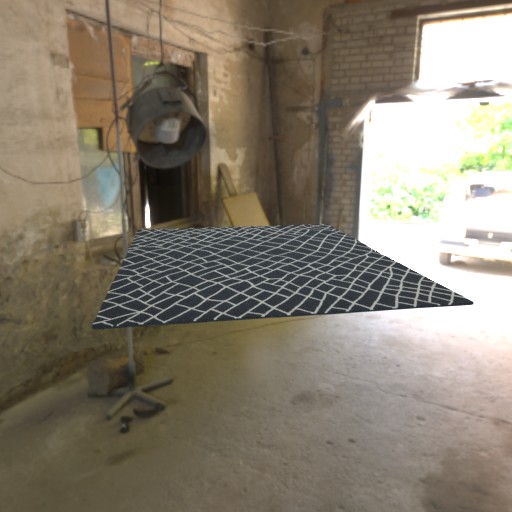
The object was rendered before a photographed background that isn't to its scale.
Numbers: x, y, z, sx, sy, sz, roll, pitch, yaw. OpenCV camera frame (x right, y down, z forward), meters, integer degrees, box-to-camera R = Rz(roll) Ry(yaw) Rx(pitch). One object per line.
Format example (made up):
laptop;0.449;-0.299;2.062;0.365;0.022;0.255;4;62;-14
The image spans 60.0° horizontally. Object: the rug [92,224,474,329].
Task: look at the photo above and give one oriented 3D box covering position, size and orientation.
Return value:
rug;0.000;0.000;4.189;2.439;0.022;3.047;-2;14;-9
